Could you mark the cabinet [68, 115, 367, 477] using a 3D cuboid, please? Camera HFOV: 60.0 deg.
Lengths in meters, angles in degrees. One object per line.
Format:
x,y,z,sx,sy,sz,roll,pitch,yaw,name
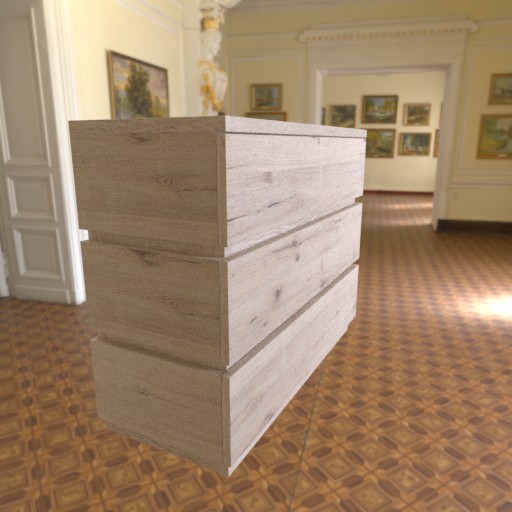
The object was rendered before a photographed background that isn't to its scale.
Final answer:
0.000,0.000,1.461,0.420,0.820,1.040,7,16,27,cabinet
